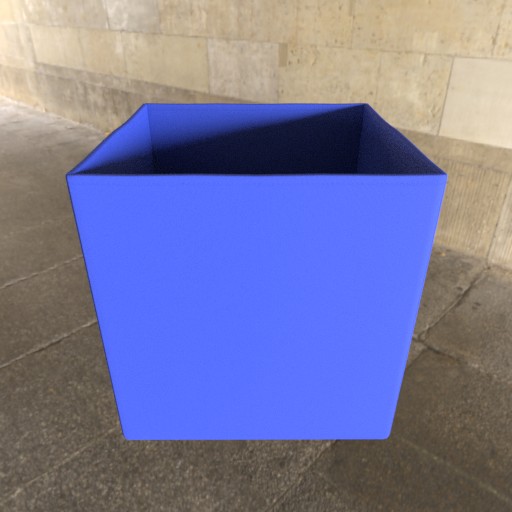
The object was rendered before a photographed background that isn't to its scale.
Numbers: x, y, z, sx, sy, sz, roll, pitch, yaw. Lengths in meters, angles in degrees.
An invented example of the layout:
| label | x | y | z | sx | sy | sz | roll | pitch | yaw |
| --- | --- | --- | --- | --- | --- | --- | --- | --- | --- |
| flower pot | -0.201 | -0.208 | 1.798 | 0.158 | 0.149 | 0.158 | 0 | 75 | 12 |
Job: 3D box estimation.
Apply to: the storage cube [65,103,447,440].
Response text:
| label | x | y | z | sx | sy | sz | roll | pitch | yaw |
| --- | --- | --- | --- | --- | --- | --- | --- | --- | --- |
| storage cube | 0.000 | 0.000 | 0.489 | 0.270 | 0.280 | 0.270 | 0 | 30 | 0 |
